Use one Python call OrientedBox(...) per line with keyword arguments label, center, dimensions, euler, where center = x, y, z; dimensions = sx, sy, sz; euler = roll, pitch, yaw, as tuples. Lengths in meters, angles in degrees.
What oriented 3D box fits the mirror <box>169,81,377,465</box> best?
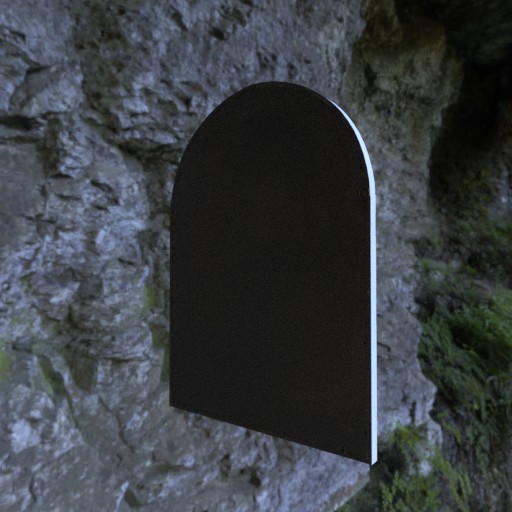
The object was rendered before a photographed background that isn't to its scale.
OrientedBox(label="mirror", center=(0.000, 0.000, 1.188), dimensions=(0.660, 0.920, 0.032), euler=(-1, -2, 38))
